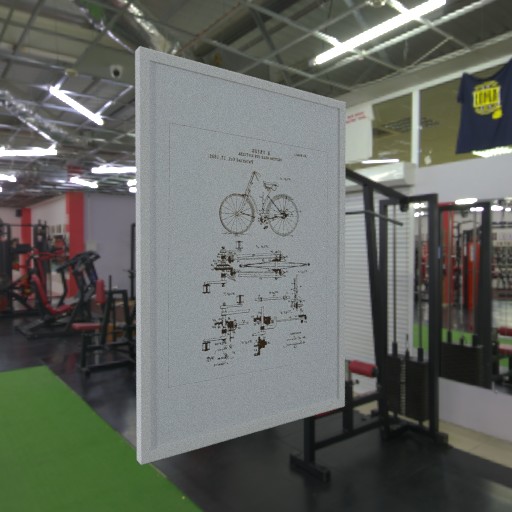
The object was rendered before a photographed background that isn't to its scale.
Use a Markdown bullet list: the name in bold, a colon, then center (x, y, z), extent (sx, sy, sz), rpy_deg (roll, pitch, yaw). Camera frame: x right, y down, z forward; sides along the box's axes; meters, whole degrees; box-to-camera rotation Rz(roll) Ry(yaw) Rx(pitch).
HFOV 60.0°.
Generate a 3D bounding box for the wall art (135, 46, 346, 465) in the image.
- **wall art**: center (0.000, 0.000, 0.606), extent (0.332, 0.477, 0.015), rpy_deg (-1, 1, -35)
